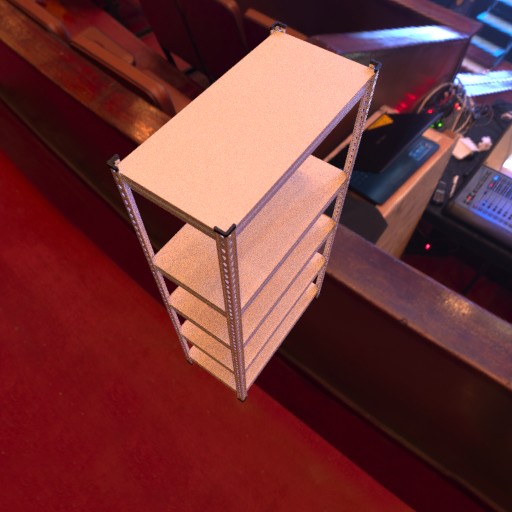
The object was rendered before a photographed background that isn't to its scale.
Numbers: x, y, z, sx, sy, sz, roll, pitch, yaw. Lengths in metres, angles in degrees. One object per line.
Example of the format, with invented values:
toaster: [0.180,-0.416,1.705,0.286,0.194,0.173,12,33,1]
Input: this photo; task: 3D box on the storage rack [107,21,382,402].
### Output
storage rack: [0.000,0.000,2.227,0.457,1.829,0.914,31,63,18]
